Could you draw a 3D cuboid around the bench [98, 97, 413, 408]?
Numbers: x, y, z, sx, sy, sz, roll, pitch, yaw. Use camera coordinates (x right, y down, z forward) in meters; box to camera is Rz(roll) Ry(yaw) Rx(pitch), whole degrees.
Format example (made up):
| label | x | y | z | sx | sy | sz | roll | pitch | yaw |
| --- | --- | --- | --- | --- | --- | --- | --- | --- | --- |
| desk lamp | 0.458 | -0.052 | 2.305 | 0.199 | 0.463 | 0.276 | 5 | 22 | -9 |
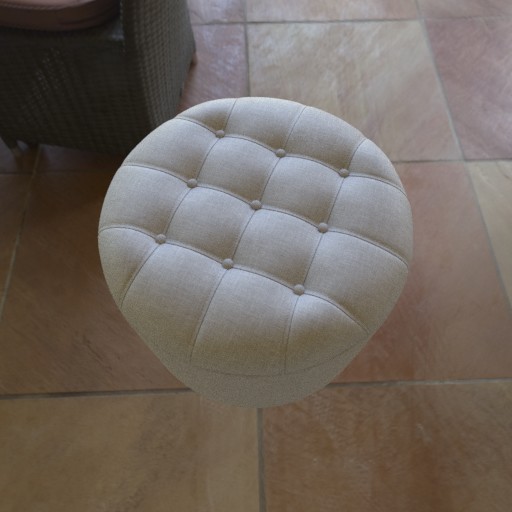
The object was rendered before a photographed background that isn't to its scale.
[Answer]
| label | x | y | z | sx | sy | sz | roll | pitch | yaw |
| --- | --- | --- | --- | --- | --- | --- | --- | --- | --- |
| bench | 0.000 | 0.000 | 0.991 | 0.600 | 0.453 | 0.600 | 0 | 64 | 0 |
